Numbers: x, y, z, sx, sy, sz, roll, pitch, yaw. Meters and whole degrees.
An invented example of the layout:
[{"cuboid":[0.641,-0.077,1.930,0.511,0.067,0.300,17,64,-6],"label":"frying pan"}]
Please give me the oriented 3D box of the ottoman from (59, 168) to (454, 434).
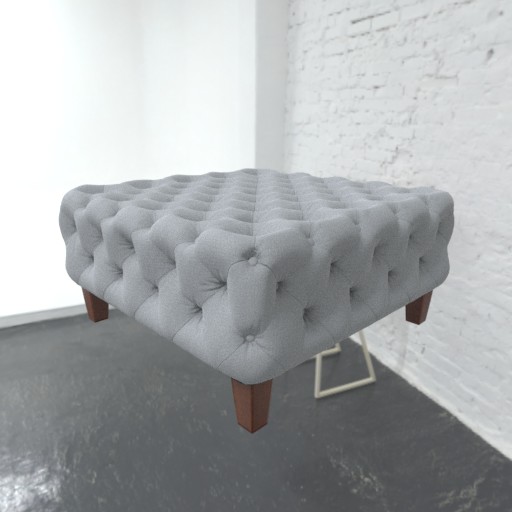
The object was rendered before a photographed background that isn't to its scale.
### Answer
[{"cuboid":[0.000,0.000,1.166,0.758,0.365,0.764,-16,23,-42],"label":"ottoman"}]
